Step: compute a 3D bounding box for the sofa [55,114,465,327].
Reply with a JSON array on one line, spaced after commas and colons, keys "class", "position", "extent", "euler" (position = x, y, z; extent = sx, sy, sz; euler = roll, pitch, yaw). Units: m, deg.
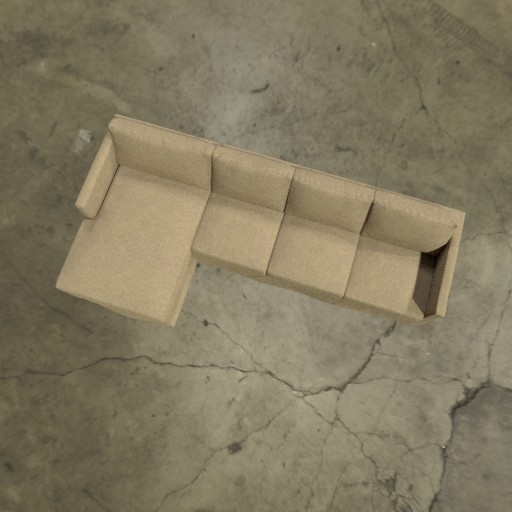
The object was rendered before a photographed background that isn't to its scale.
[{"class": "sofa", "position": [0.000, 0.000, 3.899], "extent": [3.198, 0.920, 1.638], "euler": [17, 76, 4]}]
